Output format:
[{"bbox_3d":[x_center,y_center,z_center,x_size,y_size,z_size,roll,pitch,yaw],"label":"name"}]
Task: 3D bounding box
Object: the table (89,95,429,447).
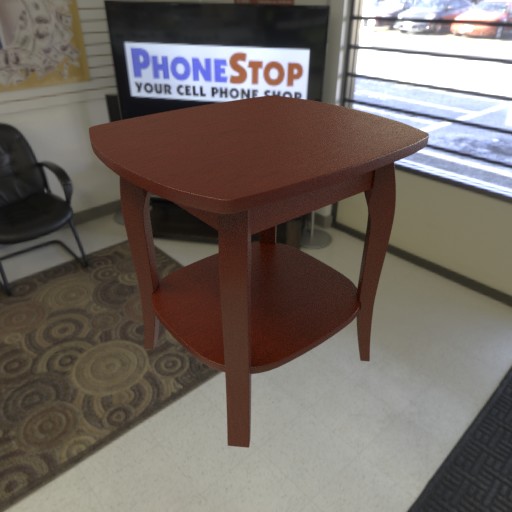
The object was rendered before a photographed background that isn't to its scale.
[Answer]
[{"bbox_3d":[0.000,0.000,0.878,0.502,0.496,0.433,-23,38,-33],"label":"table"}]
